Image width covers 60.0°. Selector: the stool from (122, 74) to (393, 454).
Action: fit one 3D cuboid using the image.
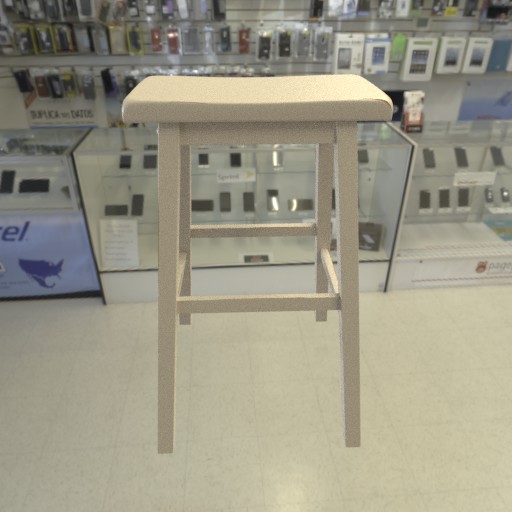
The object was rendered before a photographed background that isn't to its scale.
[{"bbox_3d":[0.000,0.000,1.010,0.457,0.737,0.476,-1,31,-2],"label":"stool"}]
